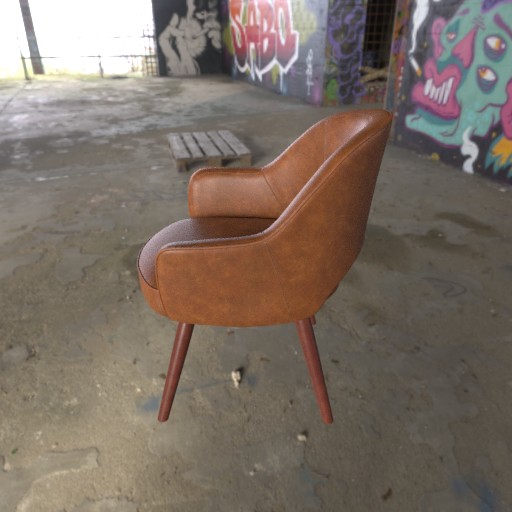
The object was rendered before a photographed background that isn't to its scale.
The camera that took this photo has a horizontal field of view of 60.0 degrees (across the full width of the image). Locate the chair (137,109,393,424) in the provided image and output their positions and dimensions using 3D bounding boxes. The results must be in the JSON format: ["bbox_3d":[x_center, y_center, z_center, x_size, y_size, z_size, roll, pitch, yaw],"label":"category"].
[{"bbox_3d":[0.000,0.000,1.232,0.640,0.777,0.591,0,27,1],"label":"chair"}]
